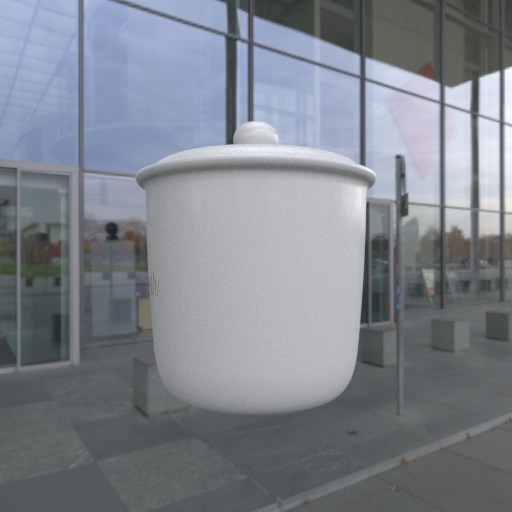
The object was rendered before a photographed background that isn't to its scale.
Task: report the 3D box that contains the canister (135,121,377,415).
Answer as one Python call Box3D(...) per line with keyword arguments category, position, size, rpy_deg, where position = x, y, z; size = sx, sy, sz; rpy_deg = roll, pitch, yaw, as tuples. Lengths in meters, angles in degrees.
Box3D(category="canister", position=(0.000, 0.000, 0.346), size=(0.182, 0.208, 0.182), rpy_deg=(0, 0, 0))
